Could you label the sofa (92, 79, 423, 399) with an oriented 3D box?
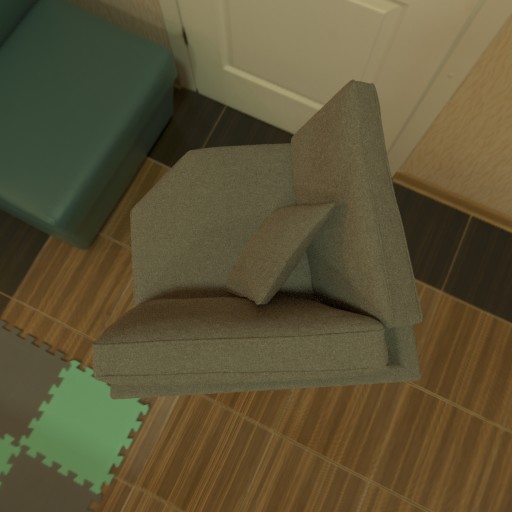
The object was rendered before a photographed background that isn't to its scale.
[{"bbox_3d":[0.000,0.000,1.851,1.042,0.951,1.050,-3,76,-1],"label":"sofa"}]
